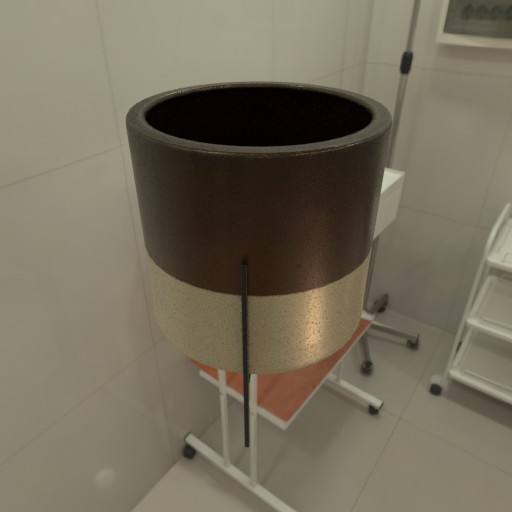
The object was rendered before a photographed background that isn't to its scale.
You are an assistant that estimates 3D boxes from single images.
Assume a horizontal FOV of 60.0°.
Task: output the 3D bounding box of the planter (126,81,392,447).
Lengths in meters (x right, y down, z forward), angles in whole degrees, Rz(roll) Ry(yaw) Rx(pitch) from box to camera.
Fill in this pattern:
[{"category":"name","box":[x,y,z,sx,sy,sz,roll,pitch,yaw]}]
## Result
[{"category":"planter","box":[0.000,0.000,0.710,0.354,0.465,0.345,21,38,29]}]
